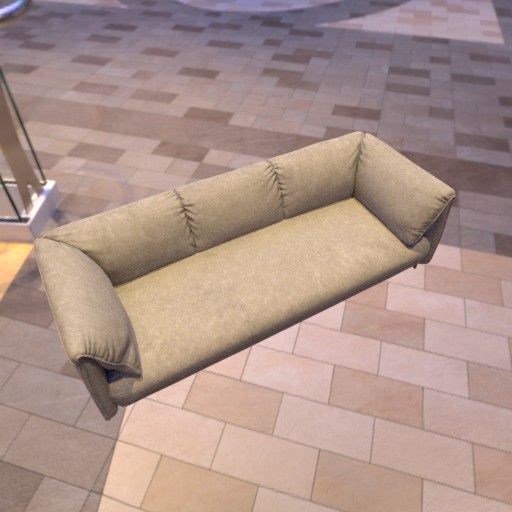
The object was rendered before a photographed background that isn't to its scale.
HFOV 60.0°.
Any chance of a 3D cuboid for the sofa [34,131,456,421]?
[{"bbox_3d":[0.000,0.000,2.655,2.238,0.758,0.899,-22,49,-21],"label":"sofa"}]
